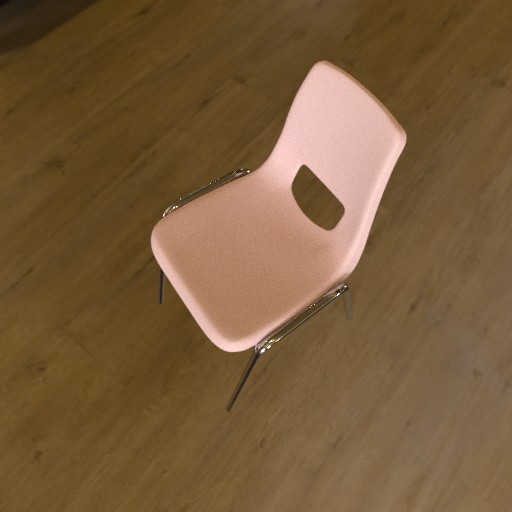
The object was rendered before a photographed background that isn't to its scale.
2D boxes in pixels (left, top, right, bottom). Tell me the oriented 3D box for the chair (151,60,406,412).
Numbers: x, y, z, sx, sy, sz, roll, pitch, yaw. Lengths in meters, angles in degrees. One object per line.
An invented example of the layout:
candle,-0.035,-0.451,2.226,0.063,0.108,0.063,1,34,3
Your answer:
chair,0.000,0.000,0.961,0.436,0.704,0.381,-32,67,-15
